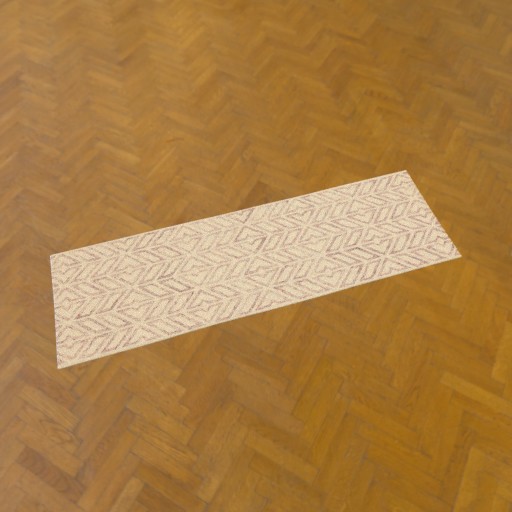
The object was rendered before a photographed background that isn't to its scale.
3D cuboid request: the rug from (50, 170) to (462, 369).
[{"bbox_3d":[0.000,0.000,2.741,2.435,0.009,0.750,-14,59,-9],"label":"rug"}]
